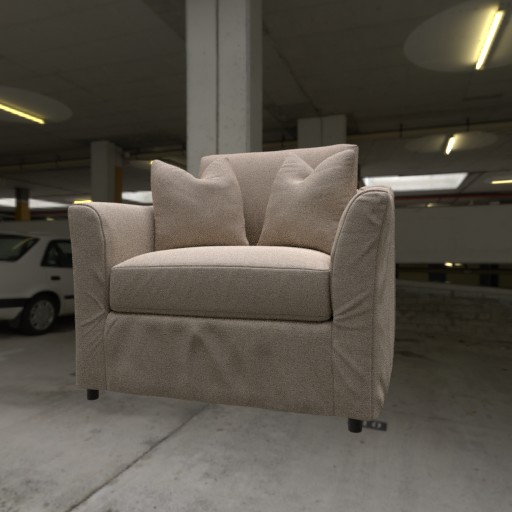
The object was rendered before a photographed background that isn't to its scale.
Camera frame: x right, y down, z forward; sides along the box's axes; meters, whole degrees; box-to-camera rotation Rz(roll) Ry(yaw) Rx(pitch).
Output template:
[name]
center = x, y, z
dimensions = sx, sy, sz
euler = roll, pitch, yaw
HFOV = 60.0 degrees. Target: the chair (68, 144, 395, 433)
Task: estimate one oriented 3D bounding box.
[chair]
center = 0.000, 0.000, 2.006
dimensions = 1.194, 1.093, 1.071
euler = 0, 0, 18
